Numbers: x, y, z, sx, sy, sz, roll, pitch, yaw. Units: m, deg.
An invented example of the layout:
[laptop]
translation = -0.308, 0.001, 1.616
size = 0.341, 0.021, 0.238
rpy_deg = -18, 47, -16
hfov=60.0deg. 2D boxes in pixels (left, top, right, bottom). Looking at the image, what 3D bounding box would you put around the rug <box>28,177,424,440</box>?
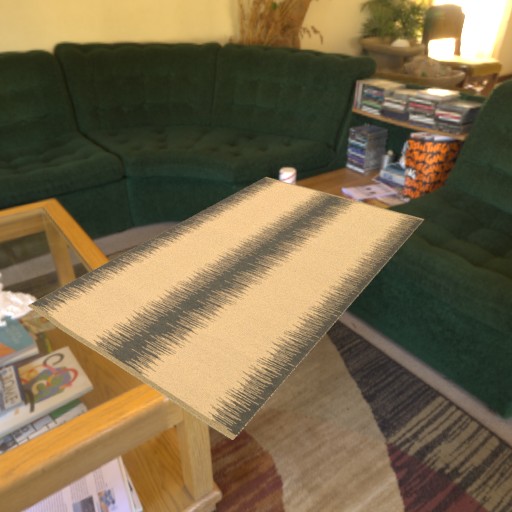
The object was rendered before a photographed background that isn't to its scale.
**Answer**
[rug]
translation = 0.000, 0.000, 3.038
size = 1.519, 0.003, 2.453
rpy_deg = 21, 37, 30
